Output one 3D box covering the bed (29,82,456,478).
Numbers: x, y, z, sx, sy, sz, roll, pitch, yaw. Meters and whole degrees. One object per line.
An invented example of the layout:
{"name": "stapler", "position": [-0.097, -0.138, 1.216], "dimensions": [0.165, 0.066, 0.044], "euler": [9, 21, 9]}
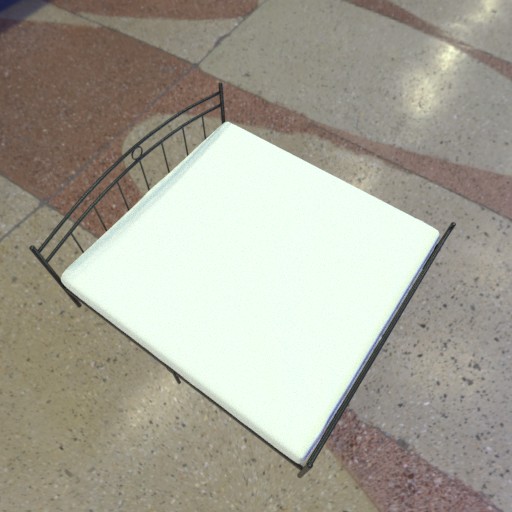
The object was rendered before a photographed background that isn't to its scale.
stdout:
{"name": "bed", "position": [0.000, 0.000, 3.084], "dimensions": [2.040, 0.940, 1.880], "euler": [32, 64, 17]}
